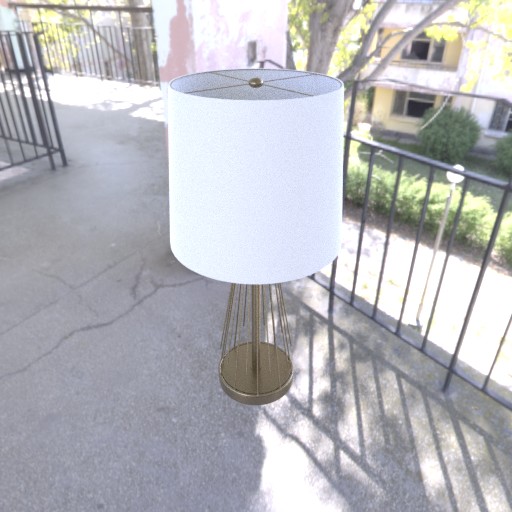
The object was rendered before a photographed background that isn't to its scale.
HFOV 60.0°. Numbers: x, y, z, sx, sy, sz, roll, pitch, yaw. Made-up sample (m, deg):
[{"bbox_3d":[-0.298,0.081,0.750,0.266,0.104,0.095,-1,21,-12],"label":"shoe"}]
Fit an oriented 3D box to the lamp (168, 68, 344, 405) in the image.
[{"bbox_3d":[0.000,0.000,0.817,0.303,0.618,0.303,0,31,0],"label":"lamp"}]
